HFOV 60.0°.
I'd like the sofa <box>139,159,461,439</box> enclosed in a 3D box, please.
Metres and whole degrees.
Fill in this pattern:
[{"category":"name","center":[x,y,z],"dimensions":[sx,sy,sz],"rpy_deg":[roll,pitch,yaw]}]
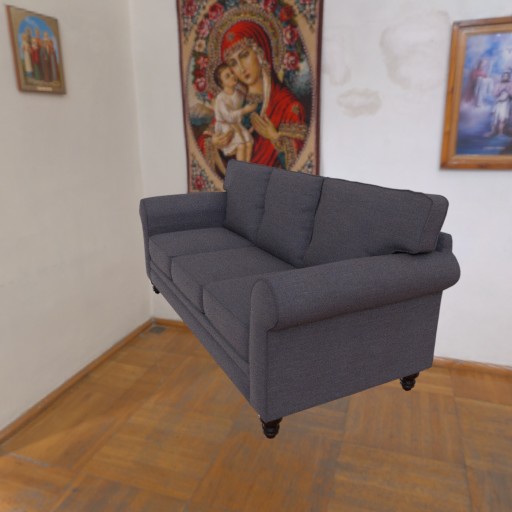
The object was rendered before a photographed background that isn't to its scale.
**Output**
[{"category":"sofa","center":[0.000,0.000,2.591],"dimensions":[0.909,0.966,2.084],"rpy_deg":[-8,19,-25]}]
